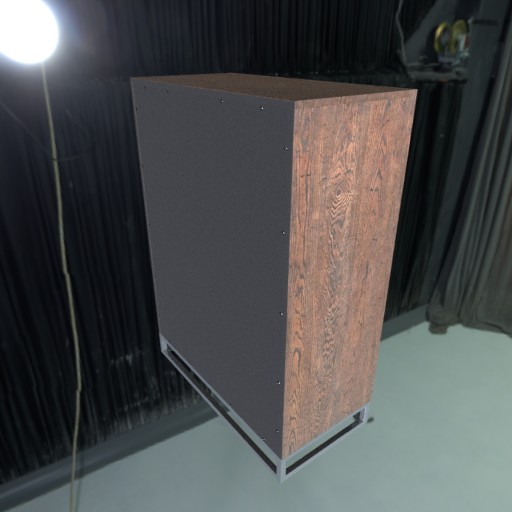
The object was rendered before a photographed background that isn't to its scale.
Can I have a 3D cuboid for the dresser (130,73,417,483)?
[{"bbox_3d":[0.000,0.000,1.806,0.508,1.321,0.965,-18,31,-33],"label":"dresser"}]
